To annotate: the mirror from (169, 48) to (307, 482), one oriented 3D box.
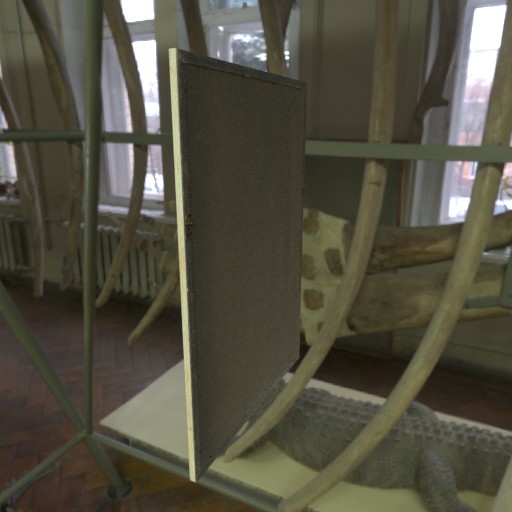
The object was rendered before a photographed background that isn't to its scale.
[{"bbox_3d":[0.000,0.000,1.277,0.025,0.996,0.705,8,18,25],"label":"mirror"}]
